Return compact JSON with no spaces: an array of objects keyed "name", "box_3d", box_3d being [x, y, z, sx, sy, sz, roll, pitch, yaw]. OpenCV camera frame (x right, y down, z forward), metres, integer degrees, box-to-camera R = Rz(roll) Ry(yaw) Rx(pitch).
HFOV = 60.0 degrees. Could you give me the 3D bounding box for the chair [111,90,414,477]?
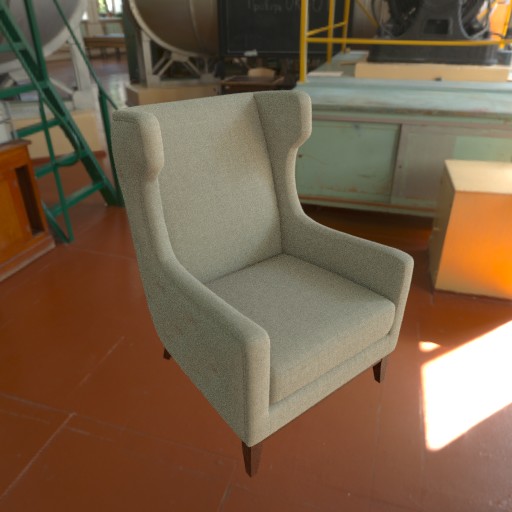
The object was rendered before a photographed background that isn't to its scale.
[{"name":"chair","box_3d":[0.000,0.000,1.666,0.778,1.079,0.899,-21,35,-33]}]
